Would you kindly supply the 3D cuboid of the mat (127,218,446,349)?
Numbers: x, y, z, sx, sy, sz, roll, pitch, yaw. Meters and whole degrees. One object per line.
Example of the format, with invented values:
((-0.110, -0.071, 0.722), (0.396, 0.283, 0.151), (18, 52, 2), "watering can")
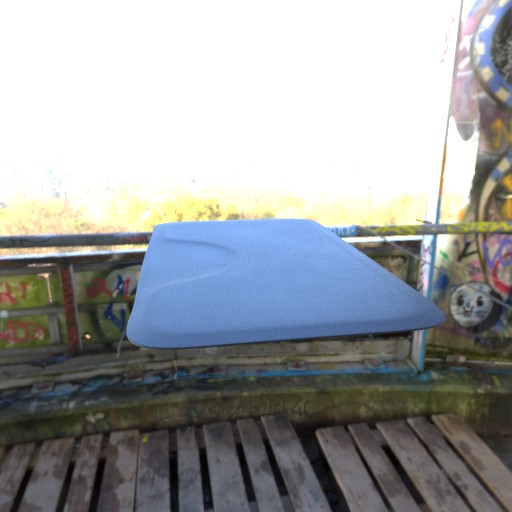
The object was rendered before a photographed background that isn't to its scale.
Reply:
((0.000, 0.000, 1.854), (0.918, 0.013, 1.524), (-3, 16, -9), "mat")
